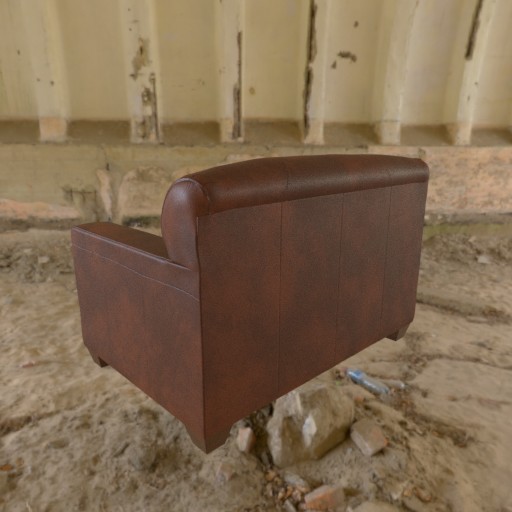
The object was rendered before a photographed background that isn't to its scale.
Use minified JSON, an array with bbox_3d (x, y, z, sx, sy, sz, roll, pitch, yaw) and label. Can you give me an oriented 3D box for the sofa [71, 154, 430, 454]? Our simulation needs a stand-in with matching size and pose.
[{"bbox_3d":[0.000,0.000,2.093,1.413,0.956,1.000,-14,21,-42],"label":"sofa"}]
